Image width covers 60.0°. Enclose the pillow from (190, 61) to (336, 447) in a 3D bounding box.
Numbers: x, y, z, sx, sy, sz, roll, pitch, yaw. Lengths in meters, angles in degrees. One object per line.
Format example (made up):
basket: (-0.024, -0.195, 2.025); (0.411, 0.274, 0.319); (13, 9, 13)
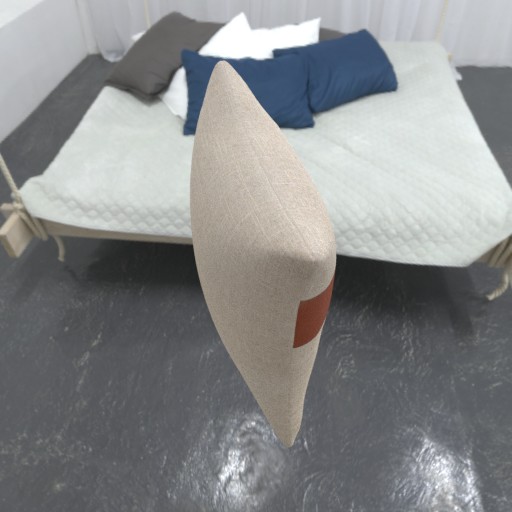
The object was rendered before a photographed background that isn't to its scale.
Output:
pillow: (0.000, 0.000, 0.639); (0.173, 0.399, 0.414); (-10, 46, -10)
